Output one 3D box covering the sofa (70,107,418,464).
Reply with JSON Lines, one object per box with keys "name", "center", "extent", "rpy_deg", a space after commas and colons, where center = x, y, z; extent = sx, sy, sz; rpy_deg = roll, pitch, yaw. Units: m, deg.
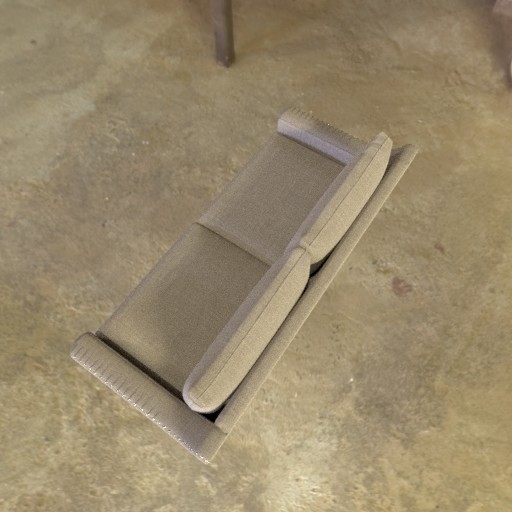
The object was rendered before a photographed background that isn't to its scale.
{"name": "sofa", "center": [0.000, 0.000, 2.756], "extent": [1.000, 0.857, 2.208], "rpy_deg": [31, 67, 15]}
